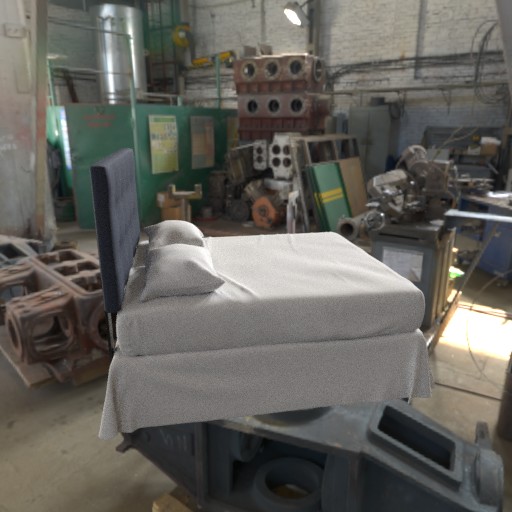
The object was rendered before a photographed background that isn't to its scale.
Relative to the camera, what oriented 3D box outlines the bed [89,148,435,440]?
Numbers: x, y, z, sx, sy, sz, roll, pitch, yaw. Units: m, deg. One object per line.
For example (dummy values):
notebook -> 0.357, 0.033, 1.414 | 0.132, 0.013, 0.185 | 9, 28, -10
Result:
bed -> 0.000, 0.000, 3.454 | 2.222, 1.577, 1.936 | -3, 17, -10
